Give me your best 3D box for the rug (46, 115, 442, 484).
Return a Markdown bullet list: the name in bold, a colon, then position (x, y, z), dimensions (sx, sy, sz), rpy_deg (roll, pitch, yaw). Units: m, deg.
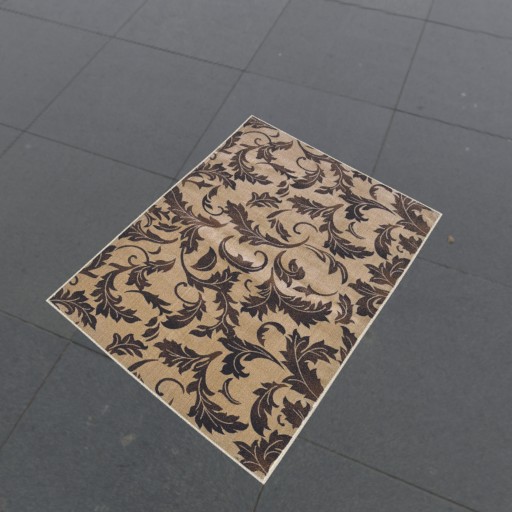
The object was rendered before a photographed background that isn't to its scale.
- **rug**: position (0.000, 0.000, 4.105), dimensions (2.380, 0.008, 2.977), rpy_deg (33, 64, 18)
